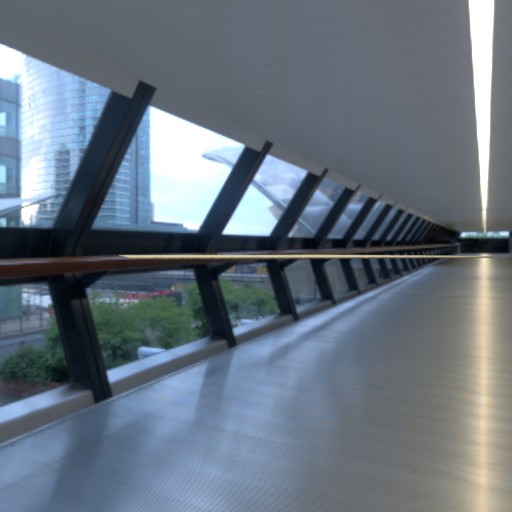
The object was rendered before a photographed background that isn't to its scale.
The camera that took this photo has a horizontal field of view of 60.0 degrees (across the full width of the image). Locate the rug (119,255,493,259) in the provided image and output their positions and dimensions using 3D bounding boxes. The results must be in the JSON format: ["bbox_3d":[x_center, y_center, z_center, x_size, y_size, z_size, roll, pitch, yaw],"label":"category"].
[{"bbox_3d":[0.000,0.000,4.232,2.437,0.014,3.201,0,0,-18],"label":"rug"}]
